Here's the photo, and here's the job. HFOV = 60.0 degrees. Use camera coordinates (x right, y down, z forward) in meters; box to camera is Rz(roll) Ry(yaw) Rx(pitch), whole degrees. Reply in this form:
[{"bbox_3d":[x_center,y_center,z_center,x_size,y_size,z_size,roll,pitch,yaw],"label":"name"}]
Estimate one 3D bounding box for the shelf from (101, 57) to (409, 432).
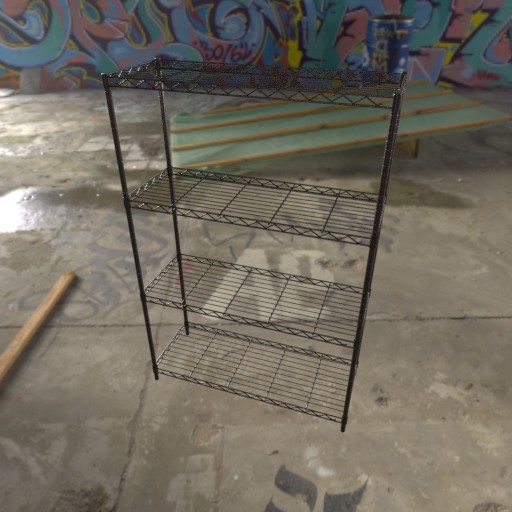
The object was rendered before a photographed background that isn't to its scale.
[{"bbox_3d":[0.000,0.000,1.754,0.907,1.361,0.352,10,34,16],"label":"shelf"}]
